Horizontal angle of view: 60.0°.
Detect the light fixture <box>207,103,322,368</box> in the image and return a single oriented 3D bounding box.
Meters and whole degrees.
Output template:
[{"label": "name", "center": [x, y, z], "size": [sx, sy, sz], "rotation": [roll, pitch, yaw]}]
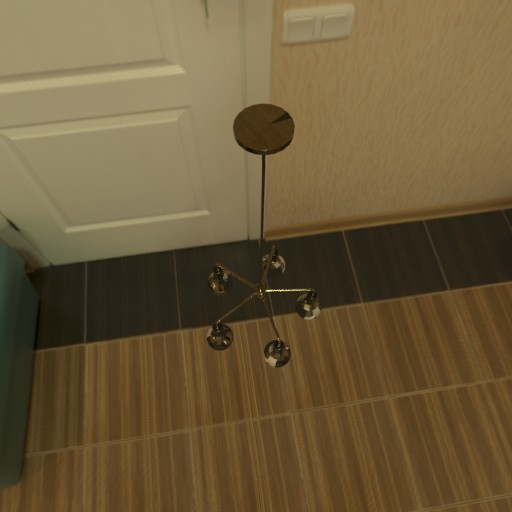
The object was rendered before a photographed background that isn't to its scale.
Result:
[{"label": "light fixture", "center": [0.000, 0.000, 1.226], "size": [0.421, 0.988, 0.438], "rotation": [-35, 68, -16]}]
